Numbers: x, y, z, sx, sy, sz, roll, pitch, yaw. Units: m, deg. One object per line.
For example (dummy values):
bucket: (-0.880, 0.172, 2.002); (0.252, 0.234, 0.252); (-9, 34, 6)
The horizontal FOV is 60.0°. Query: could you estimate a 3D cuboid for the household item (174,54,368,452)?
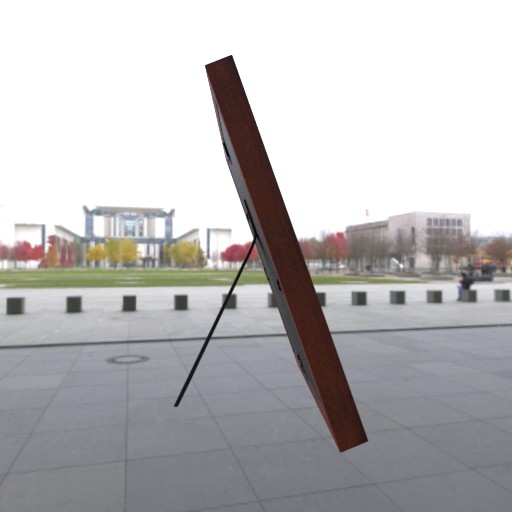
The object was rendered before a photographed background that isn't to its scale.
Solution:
household item: (0.000, 0.000, 0.386); (0.131, 0.240, 0.240); (0, -1, -1)
